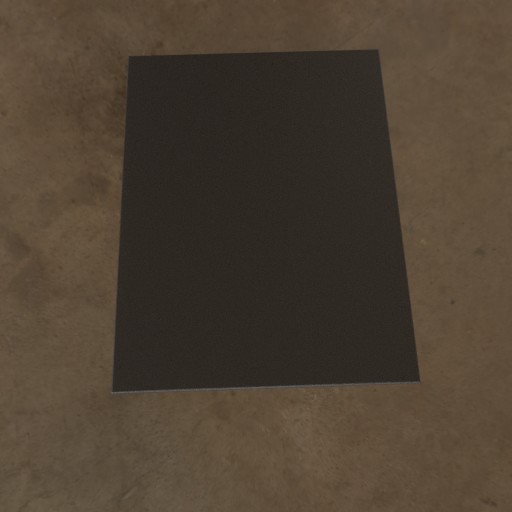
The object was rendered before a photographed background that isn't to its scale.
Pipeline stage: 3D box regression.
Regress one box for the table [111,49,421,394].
[{"bbox_3d":[0.000,0.000,1.011,0.451,0.646,0.564,-2,75,0],"label":"table"}]
